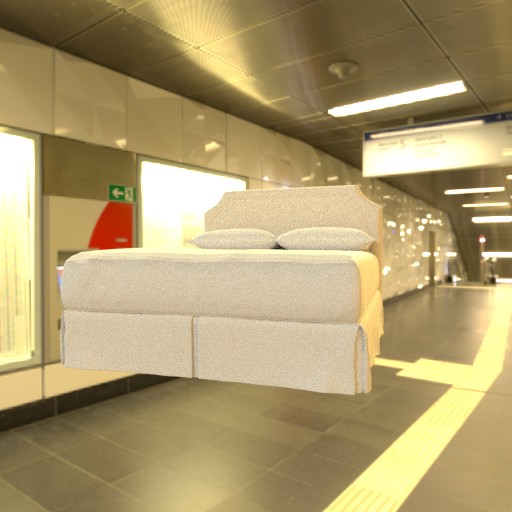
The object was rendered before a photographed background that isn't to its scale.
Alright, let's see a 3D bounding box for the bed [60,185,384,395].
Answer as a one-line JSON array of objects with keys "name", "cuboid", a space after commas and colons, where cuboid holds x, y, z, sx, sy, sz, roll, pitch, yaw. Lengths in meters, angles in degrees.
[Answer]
[{"name": "bed", "cuboid": [0.000, 0.000, 3.912, 2.134, 1.524, 2.548, 0, 1, 18]}]
